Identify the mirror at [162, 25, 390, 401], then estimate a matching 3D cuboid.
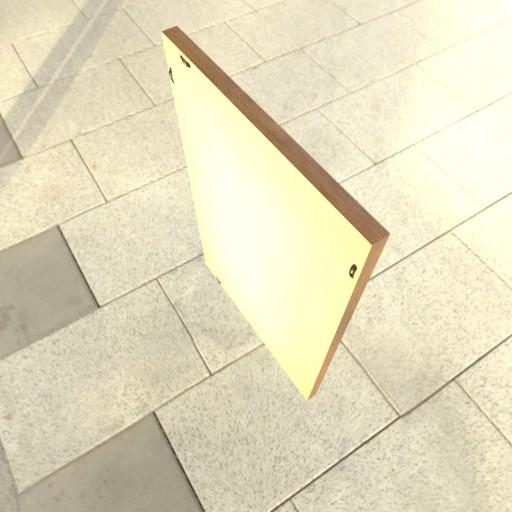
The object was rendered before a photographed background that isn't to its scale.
[{"bbox_3d":[0.000,0.000,1.141,0.040,0.915,0.609,-31,64,-17],"label":"mirror"}]
